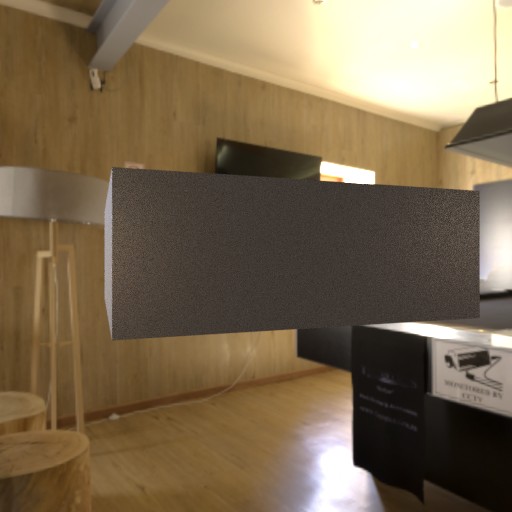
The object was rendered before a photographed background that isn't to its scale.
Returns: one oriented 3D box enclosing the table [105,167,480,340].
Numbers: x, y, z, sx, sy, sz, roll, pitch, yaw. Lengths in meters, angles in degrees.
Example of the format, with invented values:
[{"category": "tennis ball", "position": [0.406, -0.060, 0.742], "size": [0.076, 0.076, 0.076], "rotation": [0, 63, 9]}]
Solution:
[{"category": "table", "position": [0.000, 0.000, 1.257], "size": [0.801, 0.299, 0.801], "rotation": [0, 0, -20]}]
